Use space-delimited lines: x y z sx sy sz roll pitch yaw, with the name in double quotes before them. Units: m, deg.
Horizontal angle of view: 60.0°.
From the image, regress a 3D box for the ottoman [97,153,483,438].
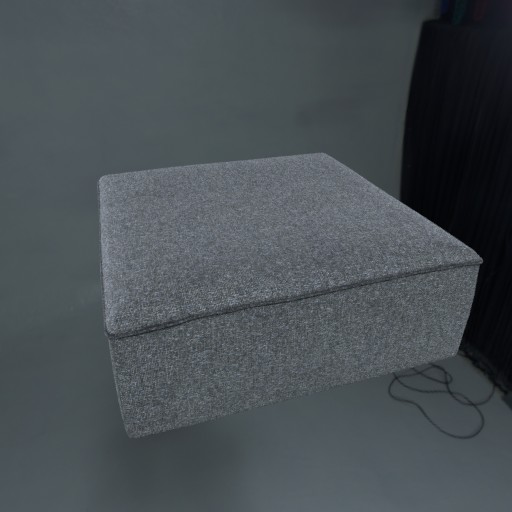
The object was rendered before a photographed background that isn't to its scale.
"ottoman" 0.000 0.000 1.561 1.017 0.423 1.021 -9 31 -15
